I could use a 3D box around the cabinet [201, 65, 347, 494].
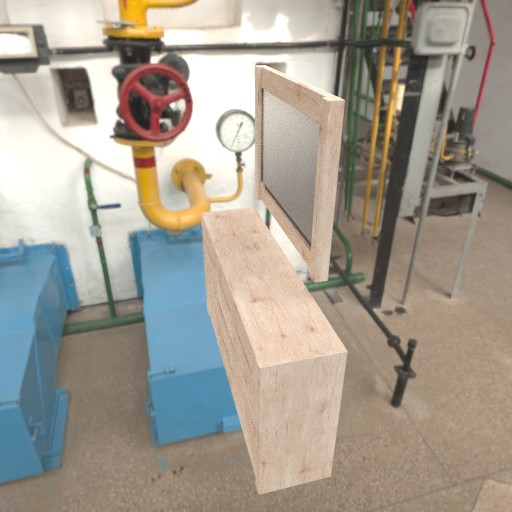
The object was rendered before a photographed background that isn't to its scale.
[{"bbox_3d":[0.000,0.000,2.662,0.420,1.981,1.700,-7,31,-13],"label":"cabinet"}]
